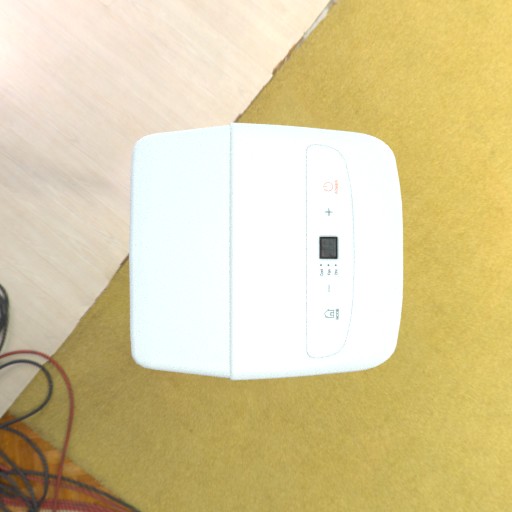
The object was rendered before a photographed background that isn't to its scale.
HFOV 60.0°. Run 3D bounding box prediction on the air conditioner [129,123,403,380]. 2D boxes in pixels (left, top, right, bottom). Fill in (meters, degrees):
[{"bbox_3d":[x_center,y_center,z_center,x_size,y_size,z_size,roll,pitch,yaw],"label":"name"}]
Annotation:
[{"bbox_3d":[0.000,0.000,0.822,0.349,0.606,0.304,0,89,-2],"label":"air conditioner"}]
